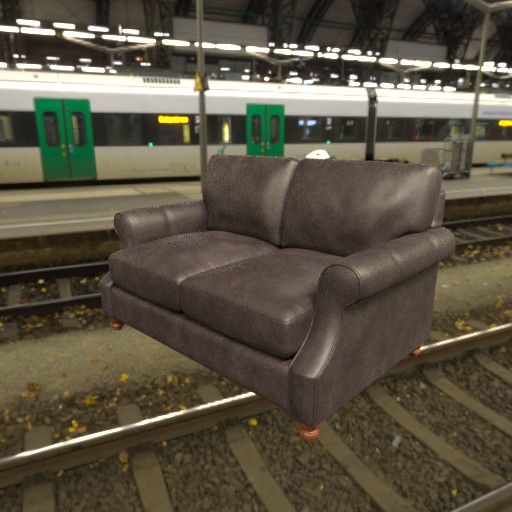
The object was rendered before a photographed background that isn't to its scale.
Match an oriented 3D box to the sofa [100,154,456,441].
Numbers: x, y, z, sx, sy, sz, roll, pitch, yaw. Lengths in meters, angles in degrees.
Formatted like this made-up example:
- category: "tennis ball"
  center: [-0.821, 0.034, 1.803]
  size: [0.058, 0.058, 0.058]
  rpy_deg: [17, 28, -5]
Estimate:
- category: "sofa"
  center: [0.000, 0.000, 2.324]
  size: [1.663, 0.979, 1.030]
  rpy_deg: [14, 21, 42]
